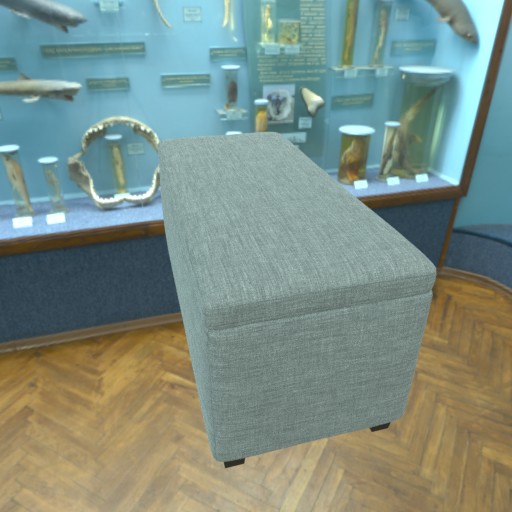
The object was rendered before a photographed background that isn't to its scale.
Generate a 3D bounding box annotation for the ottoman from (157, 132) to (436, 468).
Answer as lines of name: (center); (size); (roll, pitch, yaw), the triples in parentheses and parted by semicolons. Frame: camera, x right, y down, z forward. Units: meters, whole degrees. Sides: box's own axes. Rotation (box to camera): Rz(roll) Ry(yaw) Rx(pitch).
ottoman: (0.000, 0.000, 1.147); (0.419, 0.432, 0.902); (-8, 31, -13)
